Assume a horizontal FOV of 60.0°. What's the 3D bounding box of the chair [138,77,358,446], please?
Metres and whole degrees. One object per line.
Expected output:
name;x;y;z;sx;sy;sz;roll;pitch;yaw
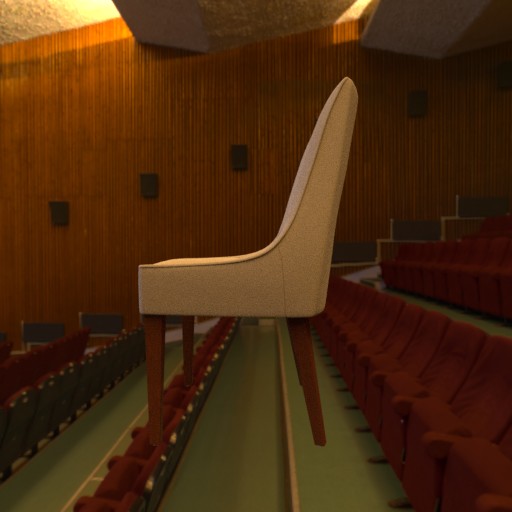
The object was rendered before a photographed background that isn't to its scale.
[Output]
chair;0.000;0.000;1.231;0.544;0.861;0.529;0;1;1
